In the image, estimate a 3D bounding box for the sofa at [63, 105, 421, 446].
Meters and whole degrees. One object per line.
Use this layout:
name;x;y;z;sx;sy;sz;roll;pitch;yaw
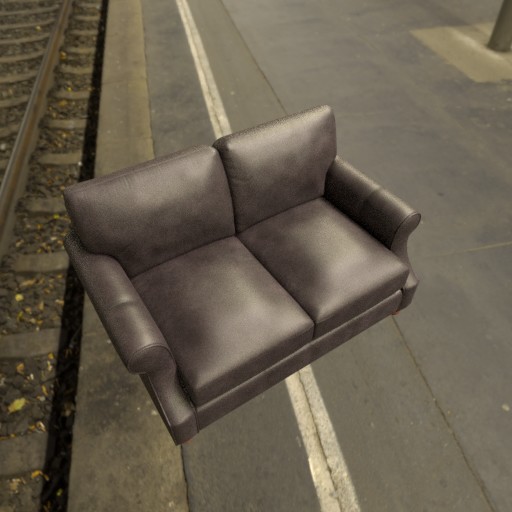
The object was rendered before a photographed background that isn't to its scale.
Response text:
sofa;0.000;0.000;2.329;1.663;0.979;1.030;-25;50;-23
